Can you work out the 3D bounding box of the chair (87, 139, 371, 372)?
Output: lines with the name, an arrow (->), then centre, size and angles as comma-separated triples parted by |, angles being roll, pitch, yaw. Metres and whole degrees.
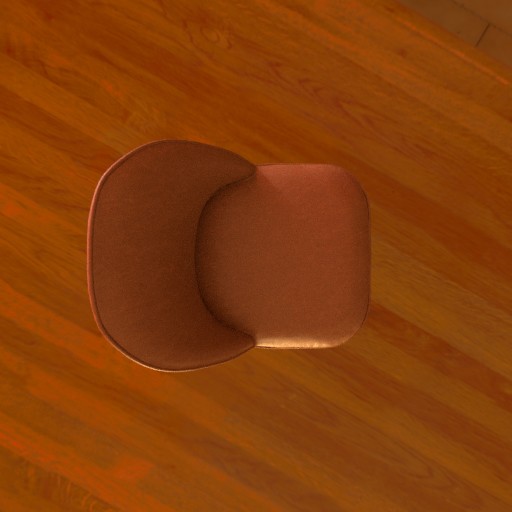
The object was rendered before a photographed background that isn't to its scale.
chair -> 0.000, 0.000, 1.212 | 0.631, 0.831, 0.521 | 0, 90, -2
